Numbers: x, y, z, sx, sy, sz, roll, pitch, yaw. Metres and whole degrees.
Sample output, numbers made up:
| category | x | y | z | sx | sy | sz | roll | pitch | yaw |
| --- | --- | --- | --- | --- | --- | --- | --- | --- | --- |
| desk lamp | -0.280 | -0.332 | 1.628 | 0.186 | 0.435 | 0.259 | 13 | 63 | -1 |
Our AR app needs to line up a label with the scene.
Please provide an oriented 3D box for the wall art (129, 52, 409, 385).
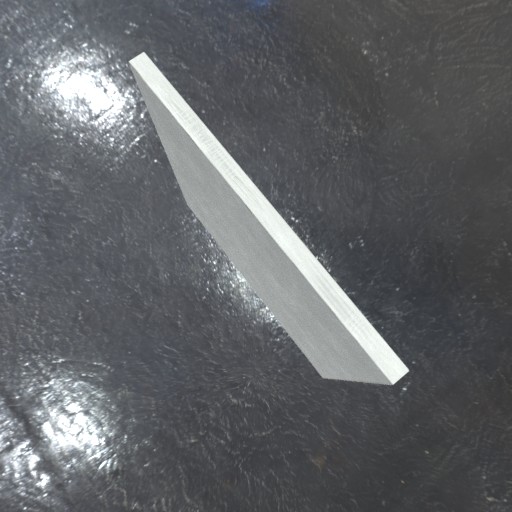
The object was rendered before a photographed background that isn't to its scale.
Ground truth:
| category | x | y | z | sx | sy | sz | roll | pitch | yaw |
| --- | --- | --- | --- | --- | --- | --- | --- | --- | --- |
| wall art | 0.000 | 0.000 | 0.458 | 0.015 | 0.303 | 0.303 | -37 | 78 | -9 |
